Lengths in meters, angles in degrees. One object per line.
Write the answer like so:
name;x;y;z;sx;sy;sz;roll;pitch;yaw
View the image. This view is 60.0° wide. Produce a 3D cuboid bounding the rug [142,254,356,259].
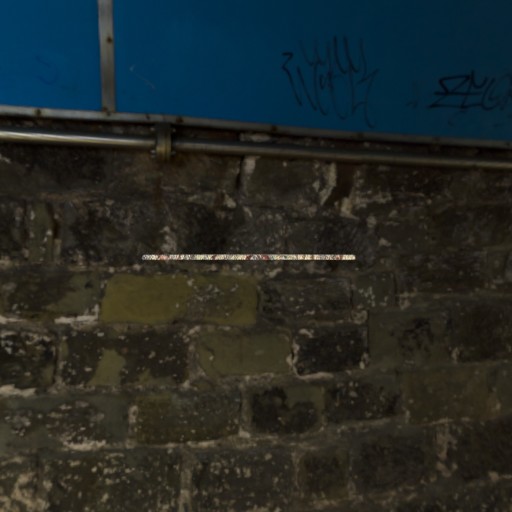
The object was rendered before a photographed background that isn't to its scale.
rug;0.000;0.000;2.563;0.688;0.015;2.292;0;0;1
